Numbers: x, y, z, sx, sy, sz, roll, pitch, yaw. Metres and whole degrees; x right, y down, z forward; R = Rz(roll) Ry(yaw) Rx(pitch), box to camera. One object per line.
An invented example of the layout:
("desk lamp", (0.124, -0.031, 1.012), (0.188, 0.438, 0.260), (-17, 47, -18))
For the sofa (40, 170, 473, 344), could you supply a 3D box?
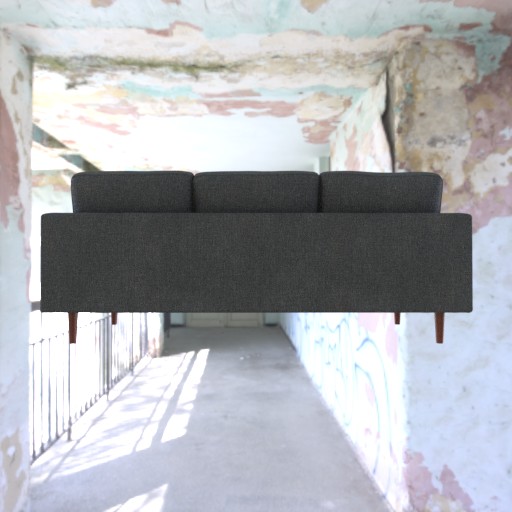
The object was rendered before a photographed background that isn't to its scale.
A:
("sofa", (0.000, 0.000, 2.709), (2.246, 0.930, 0.903), (0, -1, 0))
